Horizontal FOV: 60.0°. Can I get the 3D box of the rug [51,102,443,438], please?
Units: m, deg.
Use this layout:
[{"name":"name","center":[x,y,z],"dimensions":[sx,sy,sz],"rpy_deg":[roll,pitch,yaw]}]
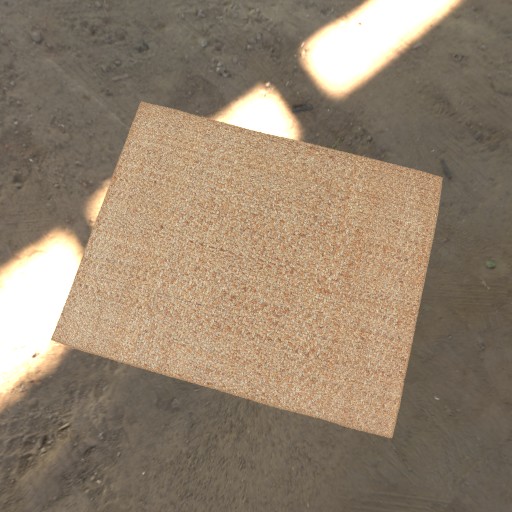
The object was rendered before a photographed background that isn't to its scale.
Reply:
[{"name":"rug","center":[0.000,0.000,4.030],"dimensions":[3.048,0.013,2.439],"rpy_deg":[15,77,3]}]
